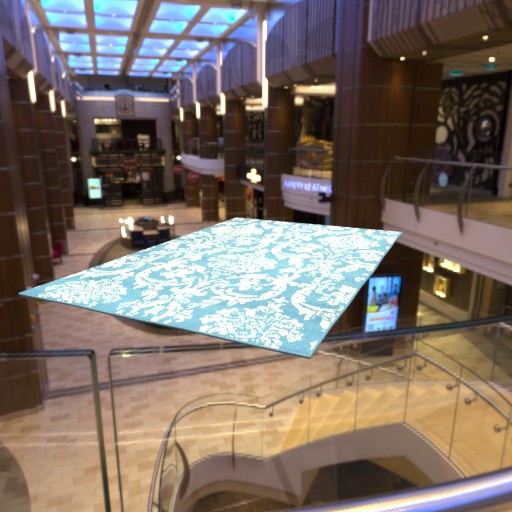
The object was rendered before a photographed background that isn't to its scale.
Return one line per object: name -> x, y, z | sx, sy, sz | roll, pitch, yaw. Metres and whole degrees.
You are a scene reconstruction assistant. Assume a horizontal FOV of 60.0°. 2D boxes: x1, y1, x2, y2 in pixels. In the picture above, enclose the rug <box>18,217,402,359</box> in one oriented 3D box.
rug -> 0.000, 0.000, 2.297 | 1.211, 0.012, 1.833 | 7, 17, 24
